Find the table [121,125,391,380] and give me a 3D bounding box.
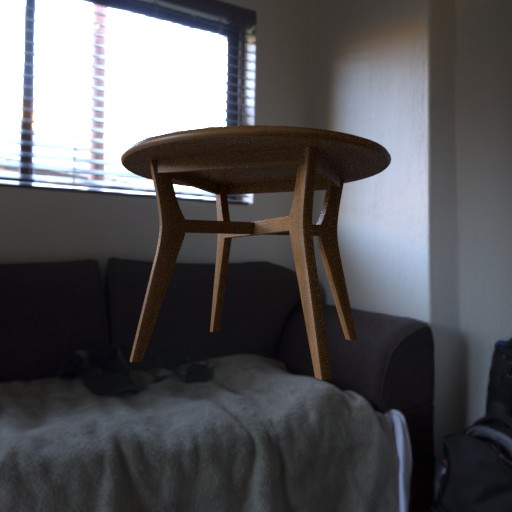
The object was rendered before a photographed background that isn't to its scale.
[{"bbox_3d":[0.000,0.000,1.807,1.055,0.757,1.055,0,0,0],"label":"table"}]
